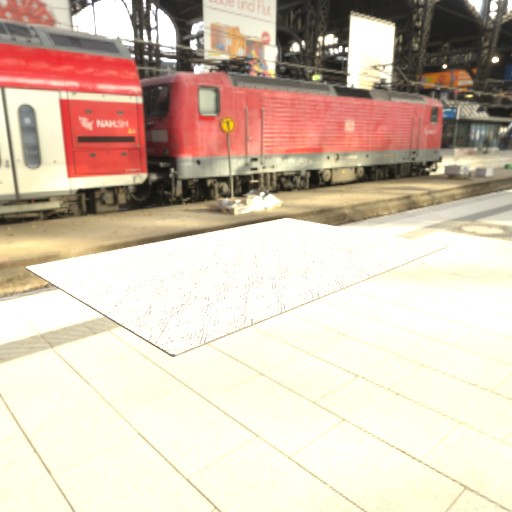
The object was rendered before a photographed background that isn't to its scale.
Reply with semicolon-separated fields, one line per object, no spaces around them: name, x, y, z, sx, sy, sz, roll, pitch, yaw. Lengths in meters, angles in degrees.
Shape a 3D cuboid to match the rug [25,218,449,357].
rug;0.000;0.000;2.208;1.783;0.008;1.175;-14;21;-43
